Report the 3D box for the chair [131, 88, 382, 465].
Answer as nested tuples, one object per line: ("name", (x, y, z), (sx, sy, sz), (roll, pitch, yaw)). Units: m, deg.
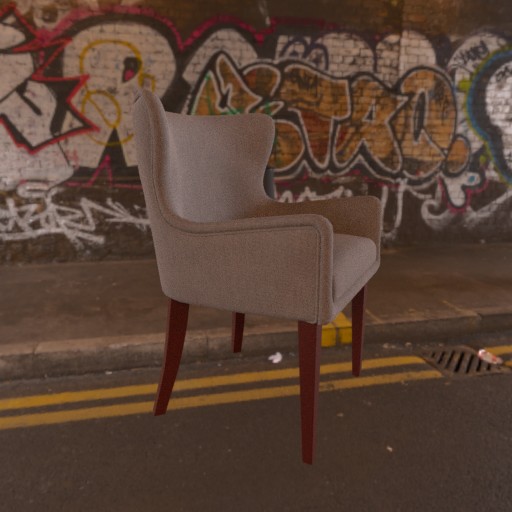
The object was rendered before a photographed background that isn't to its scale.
("chair", (0.000, 0.000, 1.420), (0.677, 0.948, 0.732), (6, 13, 25))
